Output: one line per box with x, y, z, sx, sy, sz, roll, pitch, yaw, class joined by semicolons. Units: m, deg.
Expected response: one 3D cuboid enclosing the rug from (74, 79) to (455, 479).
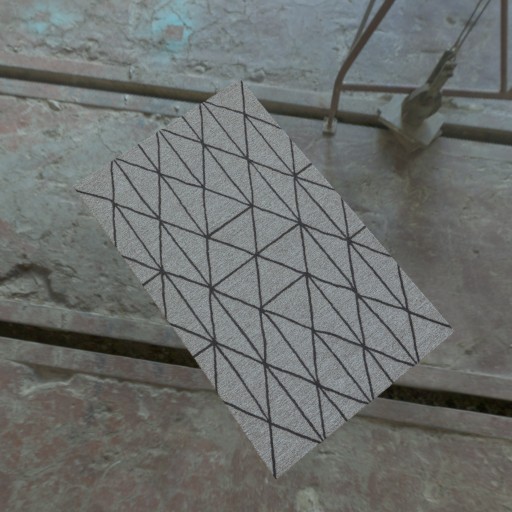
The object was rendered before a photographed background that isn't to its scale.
0.000;0.000;3.133;1.526;0.008;2.465;-36;78;-9;rug
